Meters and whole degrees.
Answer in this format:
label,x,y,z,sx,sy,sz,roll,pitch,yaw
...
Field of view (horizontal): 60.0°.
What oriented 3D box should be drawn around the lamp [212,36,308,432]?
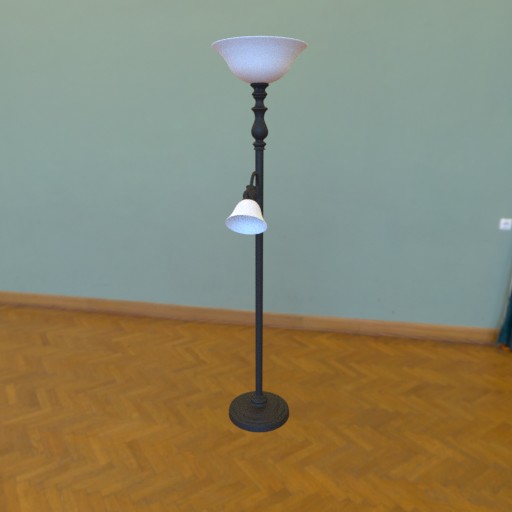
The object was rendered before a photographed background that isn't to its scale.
label,x,y,z,sx,sy,sz,roll,pitch,yaw
lamp,0.000,0.000,2.028,0.405,1.793,0.588,3,16,9
